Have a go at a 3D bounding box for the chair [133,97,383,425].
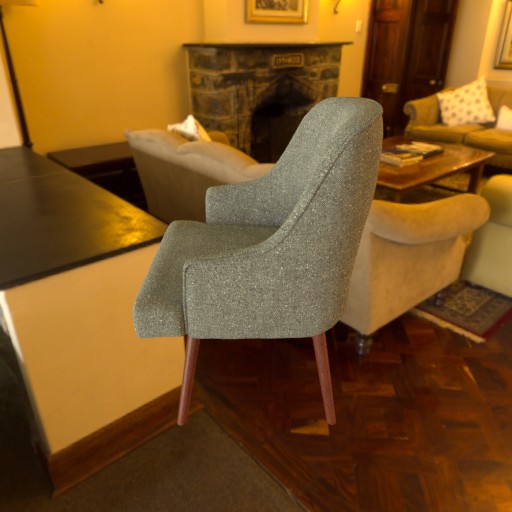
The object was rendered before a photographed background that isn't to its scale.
[{"bbox_3d":[0.000,0.000,1.318,0.629,0.875,0.608,0,26,0],"label":"chair"}]
